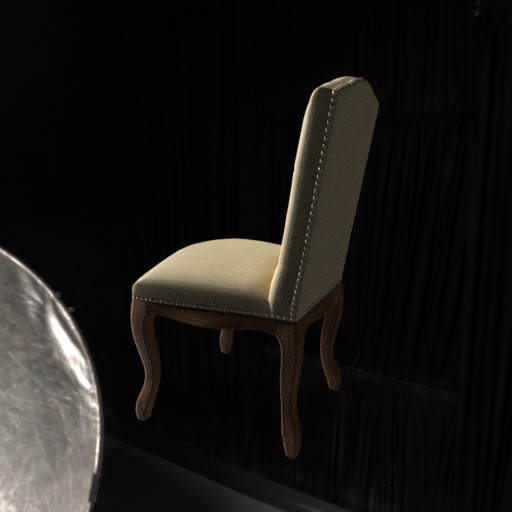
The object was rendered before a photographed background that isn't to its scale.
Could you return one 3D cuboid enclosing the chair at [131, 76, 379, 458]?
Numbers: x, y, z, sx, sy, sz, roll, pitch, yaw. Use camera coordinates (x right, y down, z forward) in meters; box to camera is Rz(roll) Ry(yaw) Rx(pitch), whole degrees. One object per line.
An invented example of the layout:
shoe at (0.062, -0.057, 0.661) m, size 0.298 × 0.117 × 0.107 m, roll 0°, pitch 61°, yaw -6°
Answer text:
chair at (0.000, 0.000, 1.585) m, size 0.715 × 1.165 × 0.623 m, roll 8°, pitch 17°, yaw 26°
